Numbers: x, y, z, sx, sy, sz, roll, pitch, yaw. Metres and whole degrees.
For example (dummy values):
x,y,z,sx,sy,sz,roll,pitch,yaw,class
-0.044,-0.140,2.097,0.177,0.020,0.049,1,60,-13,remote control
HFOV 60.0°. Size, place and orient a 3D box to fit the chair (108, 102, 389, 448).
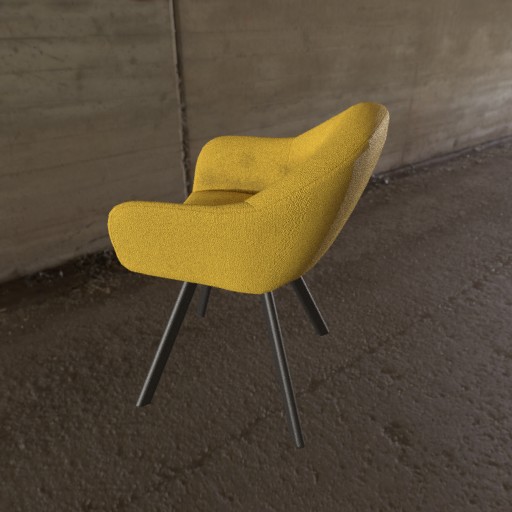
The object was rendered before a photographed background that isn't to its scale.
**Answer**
x,y,z,sx,sy,sz,roll,pitch,yaw,class
0.000,0.000,1.147,0.565,0.775,0.545,8,30,14,chair
